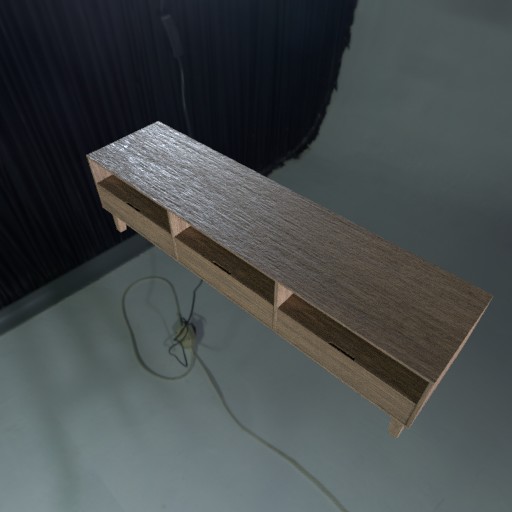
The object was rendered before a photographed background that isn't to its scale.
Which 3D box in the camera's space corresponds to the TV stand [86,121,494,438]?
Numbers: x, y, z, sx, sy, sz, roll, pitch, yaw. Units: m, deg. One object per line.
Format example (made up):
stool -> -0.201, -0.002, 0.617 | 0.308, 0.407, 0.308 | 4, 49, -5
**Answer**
TV stand -> 0.000, 0.000, 1.653 | 1.482, 0.409, 0.366 | 33, 54, 28
